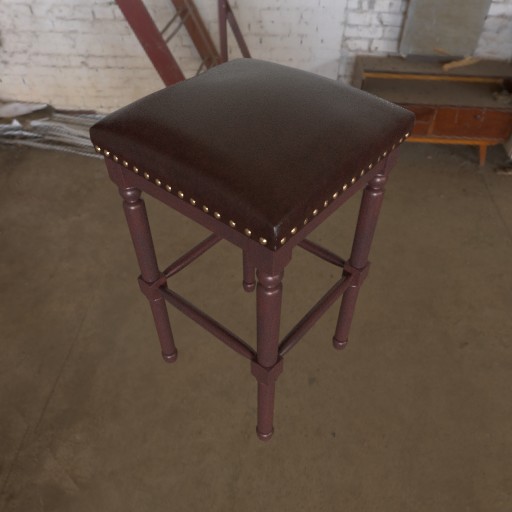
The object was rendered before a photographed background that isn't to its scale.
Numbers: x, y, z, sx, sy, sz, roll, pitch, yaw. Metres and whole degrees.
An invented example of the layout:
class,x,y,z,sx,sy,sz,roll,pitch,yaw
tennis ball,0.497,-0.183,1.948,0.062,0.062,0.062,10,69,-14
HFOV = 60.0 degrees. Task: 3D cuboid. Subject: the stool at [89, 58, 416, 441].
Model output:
class,x,y,z,sx,sy,sz,roll,pitch,yaw
stool,0.000,0.000,0.923,0.383,0.702,0.382,30,52,27
